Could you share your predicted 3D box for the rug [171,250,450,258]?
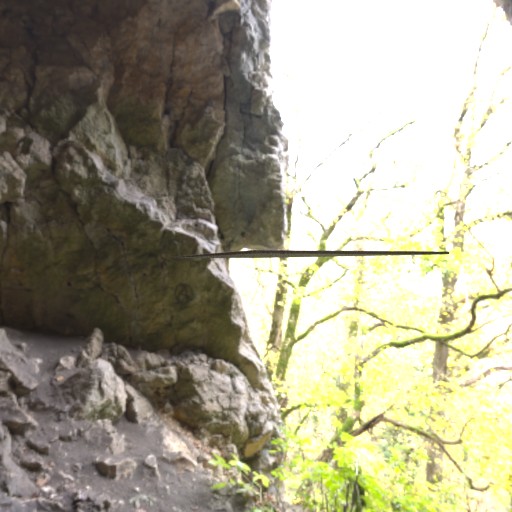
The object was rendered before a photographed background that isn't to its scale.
[{"bbox_3d":[0.000,0.000,2.715,0.775,0.012,2.452,0,-1,-17],"label":"rug"}]
